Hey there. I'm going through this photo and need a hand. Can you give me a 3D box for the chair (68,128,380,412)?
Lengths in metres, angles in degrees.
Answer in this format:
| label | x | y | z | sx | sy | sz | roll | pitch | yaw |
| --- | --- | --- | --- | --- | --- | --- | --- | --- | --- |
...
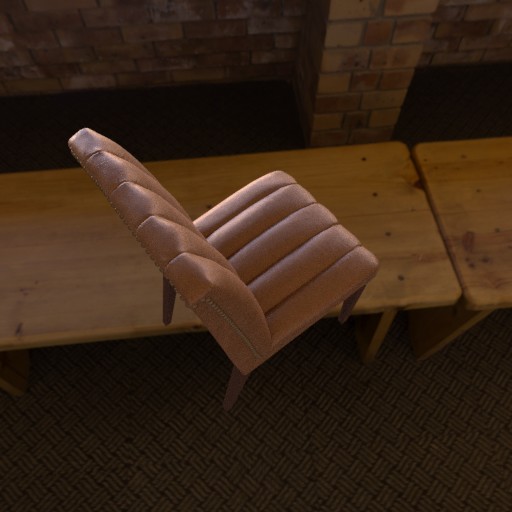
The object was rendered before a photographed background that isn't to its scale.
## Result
| label | x | y | z | sx | sy | sz | roll | pitch | yaw |
| --- | --- | --- | --- | --- | --- | --- | --- | --- | --- |
| chair | 0.000 | 0.000 | 1.353 | 0.647 | 1.016 | 0.511 | -34 | 65 | -18 |
